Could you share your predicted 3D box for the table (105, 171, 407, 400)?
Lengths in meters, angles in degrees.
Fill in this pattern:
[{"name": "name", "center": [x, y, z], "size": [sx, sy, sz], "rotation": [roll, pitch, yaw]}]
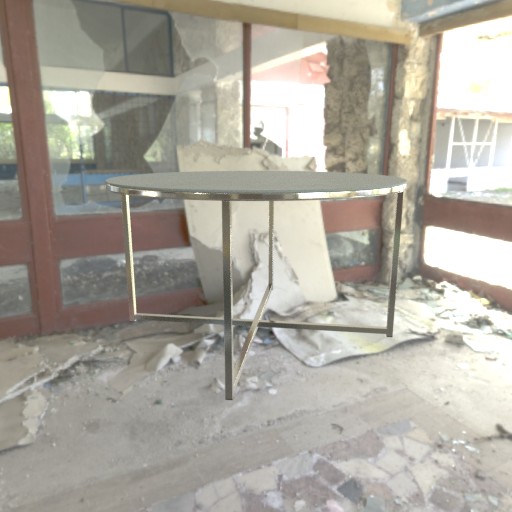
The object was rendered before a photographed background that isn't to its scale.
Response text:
[{"name": "table", "center": [0.000, 0.000, 1.287], "size": [0.800, 0.450, 0.800], "rotation": [0, 14, 0]}]
